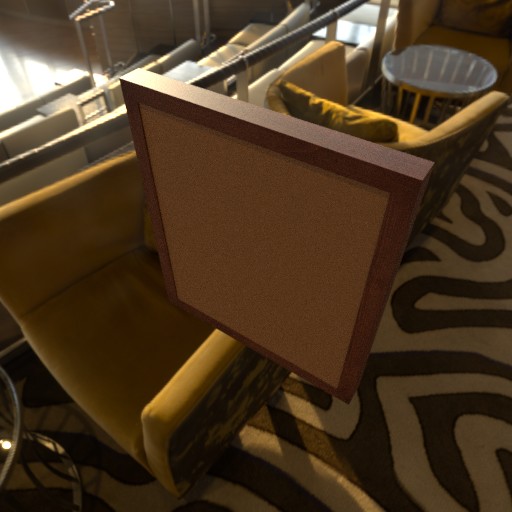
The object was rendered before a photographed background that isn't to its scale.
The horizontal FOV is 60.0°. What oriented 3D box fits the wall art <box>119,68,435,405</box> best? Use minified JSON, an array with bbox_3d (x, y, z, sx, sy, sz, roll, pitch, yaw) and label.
[{"bbox_3d":[0.000,0.000,0.553,0.330,0.381,0.030,25,51,23],"label":"wall art"}]
